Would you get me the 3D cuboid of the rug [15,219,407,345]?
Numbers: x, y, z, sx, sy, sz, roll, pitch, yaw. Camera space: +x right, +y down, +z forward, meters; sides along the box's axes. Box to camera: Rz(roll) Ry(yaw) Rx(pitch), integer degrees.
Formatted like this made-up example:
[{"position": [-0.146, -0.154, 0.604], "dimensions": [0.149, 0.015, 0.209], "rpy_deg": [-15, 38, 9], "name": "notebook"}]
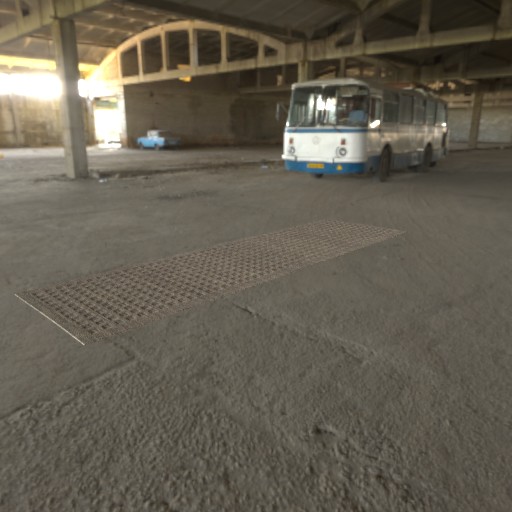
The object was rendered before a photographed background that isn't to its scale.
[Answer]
[{"position": [0.000, 0.000, 2.632], "dimensions": [0.706, 0.009, 2.443], "rpy_deg": [15, 22, 42], "name": "rug"}]
